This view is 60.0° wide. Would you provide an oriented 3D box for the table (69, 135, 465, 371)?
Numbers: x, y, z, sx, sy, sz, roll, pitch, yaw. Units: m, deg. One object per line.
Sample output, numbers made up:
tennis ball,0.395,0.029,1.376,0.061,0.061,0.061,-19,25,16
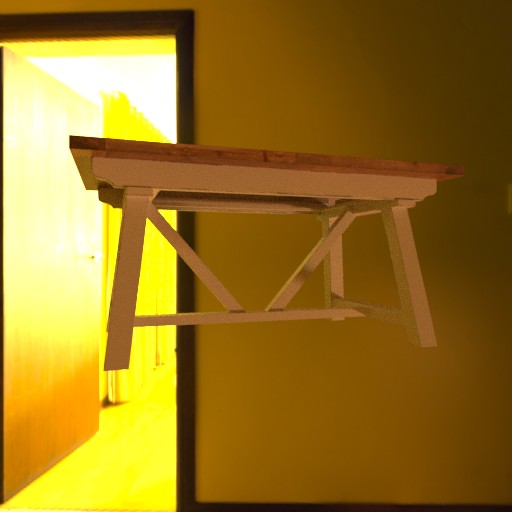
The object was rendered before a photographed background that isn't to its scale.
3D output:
table,0.000,0.000,2.027,1.503,0.743,0.922,0,0,-18
